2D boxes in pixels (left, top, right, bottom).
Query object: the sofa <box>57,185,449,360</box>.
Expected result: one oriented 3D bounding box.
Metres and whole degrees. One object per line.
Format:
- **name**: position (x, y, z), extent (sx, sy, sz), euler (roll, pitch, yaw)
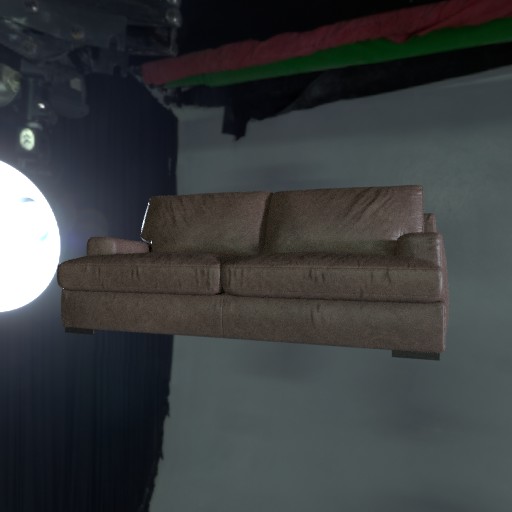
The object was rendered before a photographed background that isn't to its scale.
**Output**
- **sofa**: position (0.000, 0.000, 2.847), extent (2.261, 0.941, 1.143), euler (0, 1, 19)
